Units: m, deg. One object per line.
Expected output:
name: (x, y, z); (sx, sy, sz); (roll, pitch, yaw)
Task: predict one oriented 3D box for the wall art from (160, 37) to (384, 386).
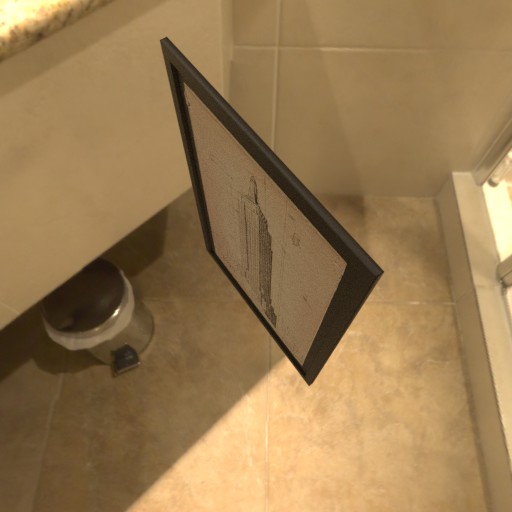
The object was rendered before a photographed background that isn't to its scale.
wall art: (0.000, 0.000, 0.846); (0.012, 0.661, 0.451); (-33, 68, -15)
